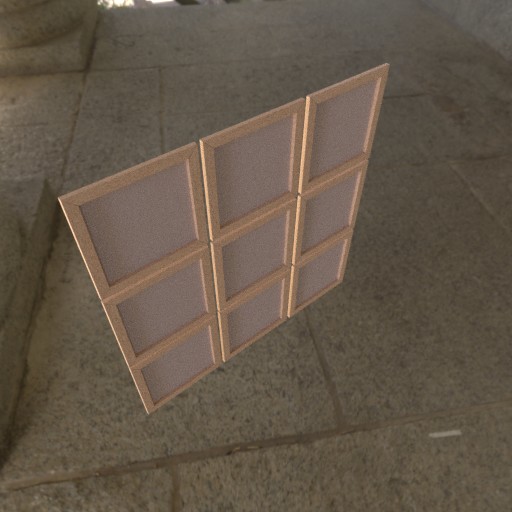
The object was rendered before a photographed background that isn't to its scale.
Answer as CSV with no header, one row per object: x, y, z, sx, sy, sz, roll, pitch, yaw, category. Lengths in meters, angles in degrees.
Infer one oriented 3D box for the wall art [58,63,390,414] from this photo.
0.000,0.000,1.770,1.217,1.207,0.016,-30,54,-25,wall art
